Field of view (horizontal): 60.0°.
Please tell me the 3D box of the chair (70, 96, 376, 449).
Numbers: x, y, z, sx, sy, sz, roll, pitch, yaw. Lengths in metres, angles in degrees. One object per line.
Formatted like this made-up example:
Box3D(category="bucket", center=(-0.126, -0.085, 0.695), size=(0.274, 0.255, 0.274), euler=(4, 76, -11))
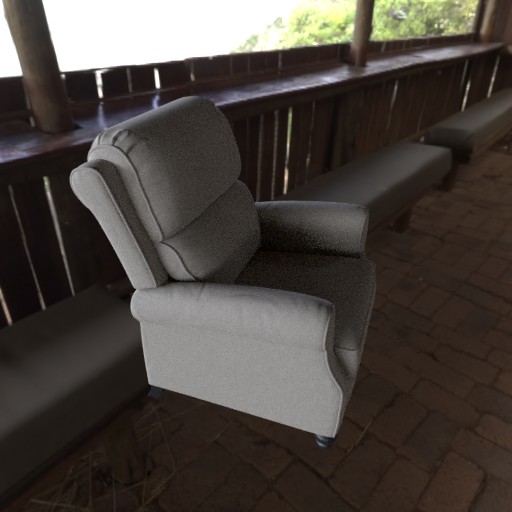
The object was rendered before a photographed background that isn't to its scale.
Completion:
Box3D(category="chair", center=(0.000, 0.000, 1.716), size=(0.919, 1.046, 0.859), euler=(11, 33, 17))
